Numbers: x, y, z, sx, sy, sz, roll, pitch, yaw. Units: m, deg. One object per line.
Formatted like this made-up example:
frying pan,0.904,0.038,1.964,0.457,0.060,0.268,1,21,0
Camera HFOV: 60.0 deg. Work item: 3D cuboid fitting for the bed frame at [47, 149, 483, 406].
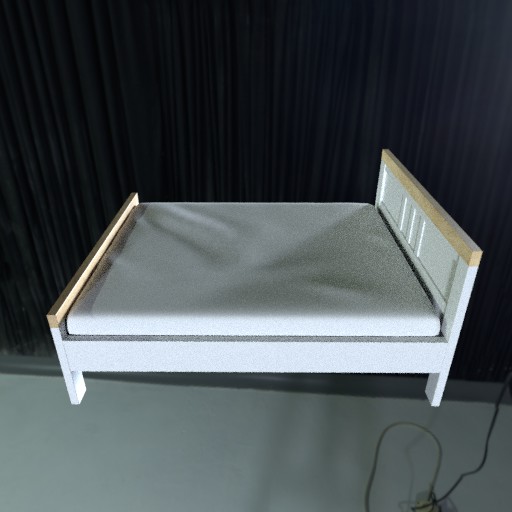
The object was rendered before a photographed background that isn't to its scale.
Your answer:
bed frame,0.000,0.000,2.961,2.050,0.980,1.670,0,29,0
